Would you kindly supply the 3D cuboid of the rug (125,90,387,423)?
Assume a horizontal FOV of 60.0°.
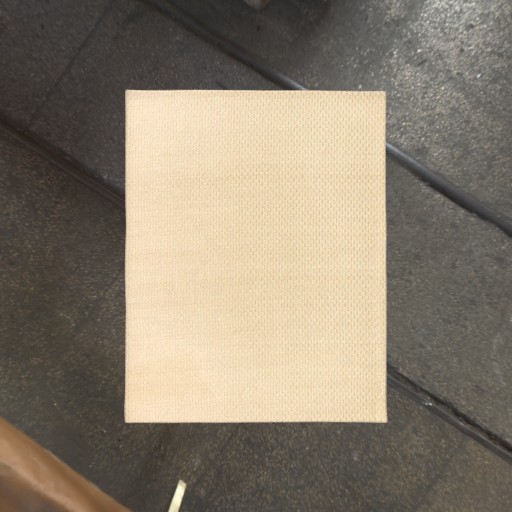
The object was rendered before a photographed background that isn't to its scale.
[{"bbox_3d":[0.000,0.000,3.856,2.277,0.035,2.897,0,90,-1],"label":"rug"}]
